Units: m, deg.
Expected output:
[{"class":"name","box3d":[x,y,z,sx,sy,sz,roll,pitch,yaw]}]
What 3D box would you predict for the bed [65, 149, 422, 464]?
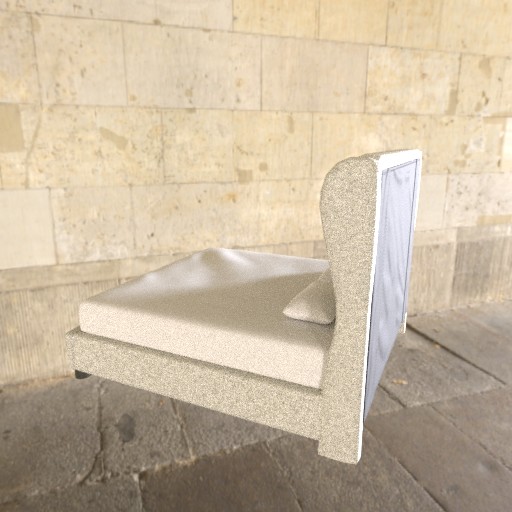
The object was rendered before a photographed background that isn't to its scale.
[{"class":"bed","box3d":[0.000,0.000,3.795,2.347,1.771,2.219,7,16,24]}]
